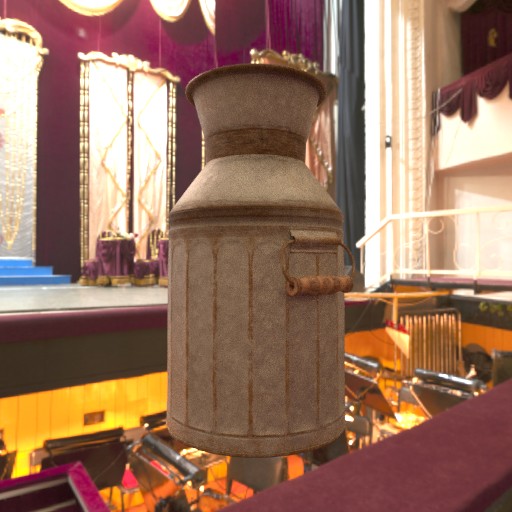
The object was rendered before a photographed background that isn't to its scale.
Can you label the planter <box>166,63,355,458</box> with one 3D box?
[{"bbox_3d":[0.000,0.000,0.538,0.214,0.396,0.245,1,-1,-37],"label":"planter"}]
